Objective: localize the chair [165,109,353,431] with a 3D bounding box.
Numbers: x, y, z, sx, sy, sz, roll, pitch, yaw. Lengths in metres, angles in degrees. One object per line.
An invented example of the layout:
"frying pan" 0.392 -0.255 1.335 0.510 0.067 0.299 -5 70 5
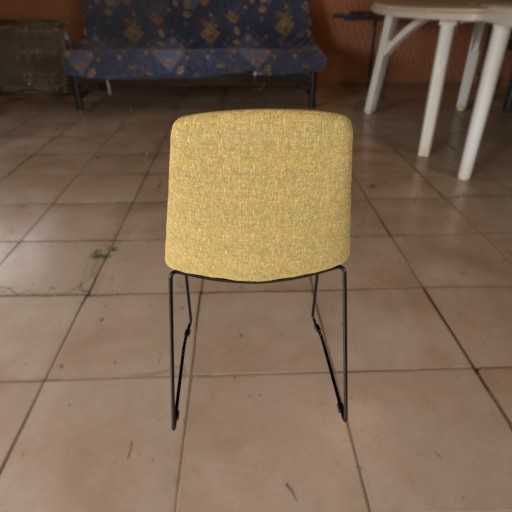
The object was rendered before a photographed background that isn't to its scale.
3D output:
"chair" 0.000 0.000 1.155 0.479 0.849 0.496 -2 31 -3
